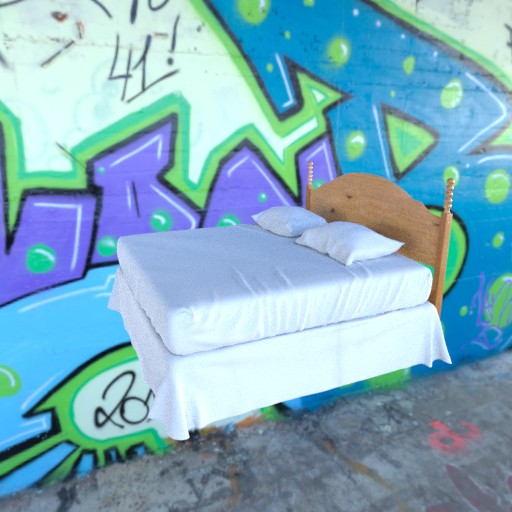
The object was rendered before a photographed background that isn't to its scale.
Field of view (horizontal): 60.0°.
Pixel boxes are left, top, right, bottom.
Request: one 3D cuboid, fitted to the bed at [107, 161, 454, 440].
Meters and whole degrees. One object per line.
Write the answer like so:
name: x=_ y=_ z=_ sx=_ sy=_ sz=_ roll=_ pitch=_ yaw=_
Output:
bed: x=0.000 y=0.000 z=3.655 sx=2.219 sy=1.355 sz=2.322 roll=-7 pitch=18 yaw=-24
